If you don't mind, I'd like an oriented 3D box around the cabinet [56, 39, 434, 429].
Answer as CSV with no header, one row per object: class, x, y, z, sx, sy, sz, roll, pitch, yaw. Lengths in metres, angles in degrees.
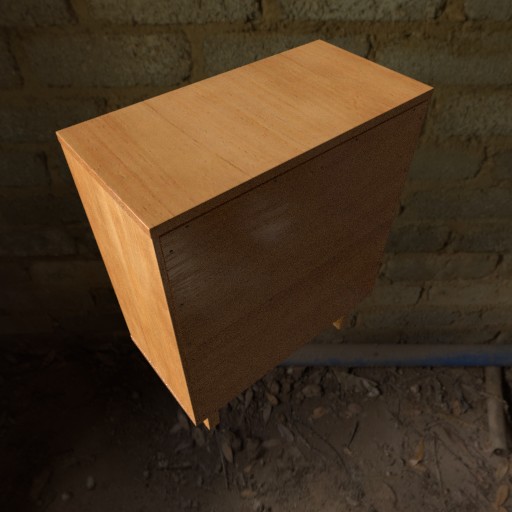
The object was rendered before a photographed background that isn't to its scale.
cabinet,0.000,0.000,1.388,0.800,1.001,0.419,-31,54,-26
